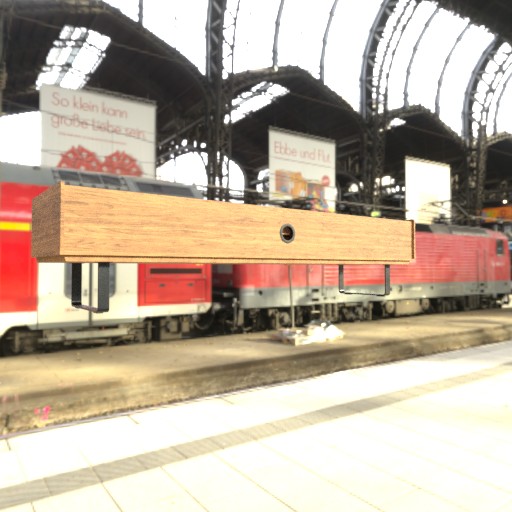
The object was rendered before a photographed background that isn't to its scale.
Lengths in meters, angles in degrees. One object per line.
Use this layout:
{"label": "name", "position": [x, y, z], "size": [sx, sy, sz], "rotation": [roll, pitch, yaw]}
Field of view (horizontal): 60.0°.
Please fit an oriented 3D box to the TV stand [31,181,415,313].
{"label": "TV stand", "position": [0.000, 0.000, 2.043], "size": [1.796, 0.415, 0.467], "rotation": [1, -2, -37]}
